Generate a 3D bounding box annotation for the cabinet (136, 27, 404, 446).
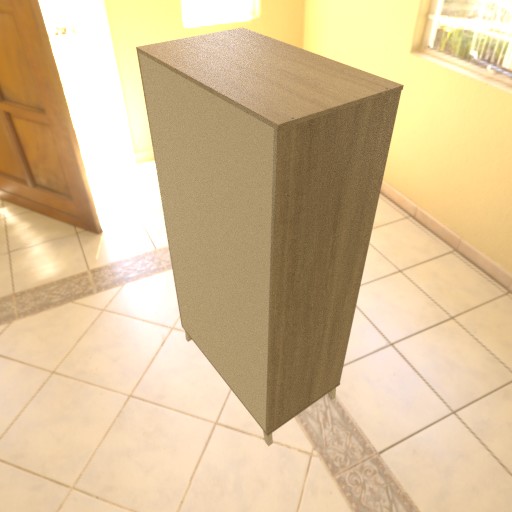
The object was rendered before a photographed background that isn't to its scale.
[{"bbox_3d":[0.000,0.000,2.407,0.571,1.999,1.006,-25,46,-27],"label":"cabinet"}]
